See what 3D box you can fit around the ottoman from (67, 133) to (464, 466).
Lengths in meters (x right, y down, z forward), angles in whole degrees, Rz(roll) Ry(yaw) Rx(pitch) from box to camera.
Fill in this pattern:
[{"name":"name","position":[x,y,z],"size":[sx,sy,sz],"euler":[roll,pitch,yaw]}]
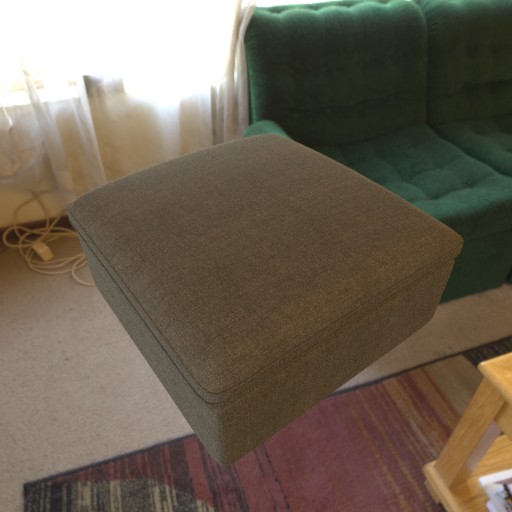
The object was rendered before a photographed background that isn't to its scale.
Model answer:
[{"name":"ottoman","position":[0.000,0.000,1.712],"size":[1.067,0.559,1.067],"euler":[-25,46,-27]}]
